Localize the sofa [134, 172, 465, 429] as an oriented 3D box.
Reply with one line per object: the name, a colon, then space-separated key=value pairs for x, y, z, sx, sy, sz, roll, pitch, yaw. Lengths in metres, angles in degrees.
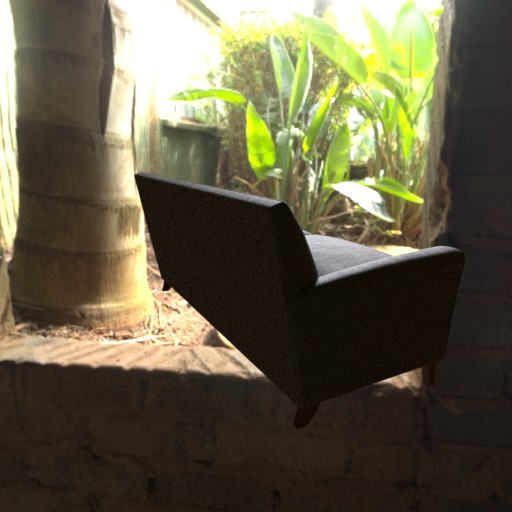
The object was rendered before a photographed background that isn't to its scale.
sofa: x=0.000 y=0.000 z=2.450 sx=0.875 sy=0.846 sz=1.976 roll=-7 pitch=15 yaw=-26
